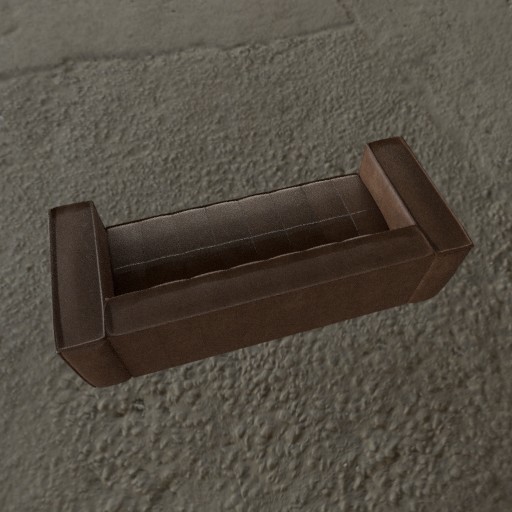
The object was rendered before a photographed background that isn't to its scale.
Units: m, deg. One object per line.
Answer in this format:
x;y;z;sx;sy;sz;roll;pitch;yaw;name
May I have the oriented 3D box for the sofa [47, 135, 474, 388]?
0.000;0.000;3.096;2.581;0.701;1.102;-13;57;-9;sofa
